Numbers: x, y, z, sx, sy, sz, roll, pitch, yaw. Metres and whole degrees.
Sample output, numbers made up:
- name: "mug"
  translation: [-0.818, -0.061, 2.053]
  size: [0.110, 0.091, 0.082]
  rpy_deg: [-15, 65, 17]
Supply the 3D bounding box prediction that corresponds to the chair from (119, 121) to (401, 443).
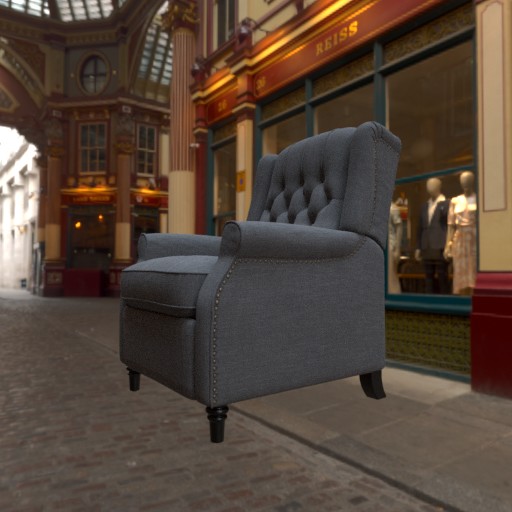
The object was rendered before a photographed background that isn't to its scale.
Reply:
- name: "chair"
  translation: [0.000, 0.000, 1.675]
  size: [0.898, 1.035, 0.742]
  rpy_deg: [1, -1, -36]
